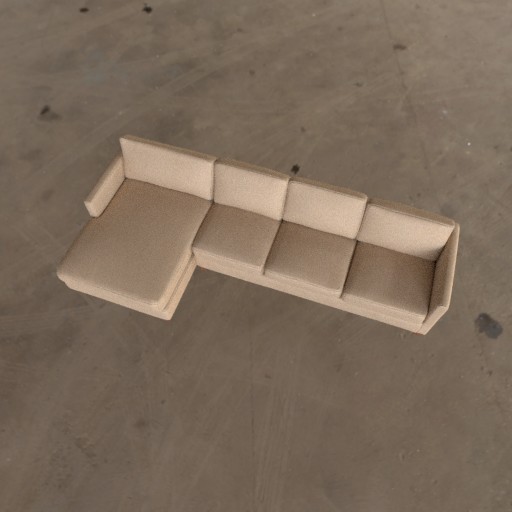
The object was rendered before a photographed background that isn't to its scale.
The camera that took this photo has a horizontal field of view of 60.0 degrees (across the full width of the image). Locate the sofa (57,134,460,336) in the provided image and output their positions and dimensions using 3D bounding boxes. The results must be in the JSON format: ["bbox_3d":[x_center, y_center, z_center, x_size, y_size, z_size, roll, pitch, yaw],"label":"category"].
[{"bbox_3d":[0.000,0.000,3.886,3.201,0.876,1.502,16,60,10],"label":"sofa"}]
